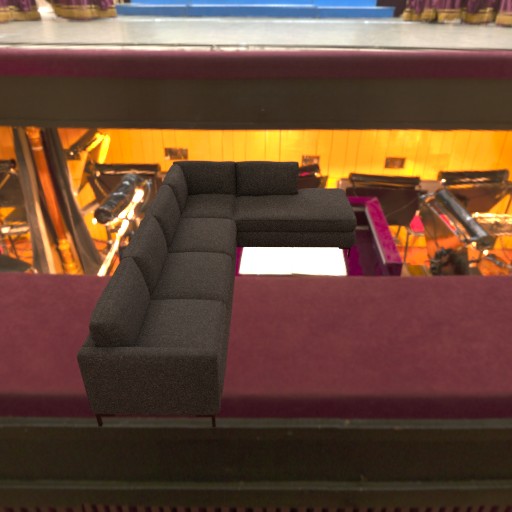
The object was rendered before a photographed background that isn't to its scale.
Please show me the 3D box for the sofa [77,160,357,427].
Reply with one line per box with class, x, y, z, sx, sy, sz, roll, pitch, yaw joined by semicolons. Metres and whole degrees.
sofa;0.000;0.000;3.825;2.007;0.815;2.949;0;31;1
